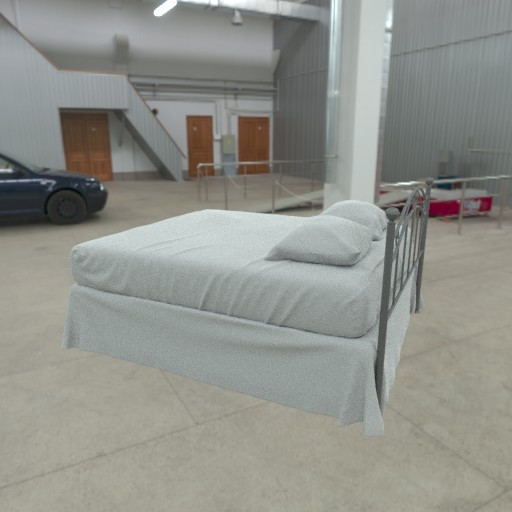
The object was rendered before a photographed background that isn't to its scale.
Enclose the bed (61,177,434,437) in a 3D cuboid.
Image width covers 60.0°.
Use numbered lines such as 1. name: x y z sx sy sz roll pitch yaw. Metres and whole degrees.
1. bed: 0.000 0.000 3.209 2.215 1.080 1.936 7 17 25
